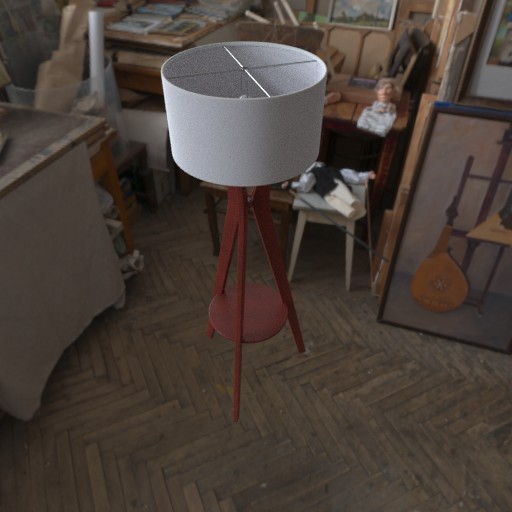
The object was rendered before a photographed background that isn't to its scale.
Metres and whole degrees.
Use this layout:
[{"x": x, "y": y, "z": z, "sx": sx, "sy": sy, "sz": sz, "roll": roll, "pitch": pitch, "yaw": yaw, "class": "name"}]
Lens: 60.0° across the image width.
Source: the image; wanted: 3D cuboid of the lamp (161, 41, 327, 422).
[{"x": 0.000, "y": 0.000, "z": 1.766, "sx": 0.542, "sy": 1.472, "sz": 0.539, "roll": -13, "pitch": 43, "yaw": -14, "class": "lamp"}]
